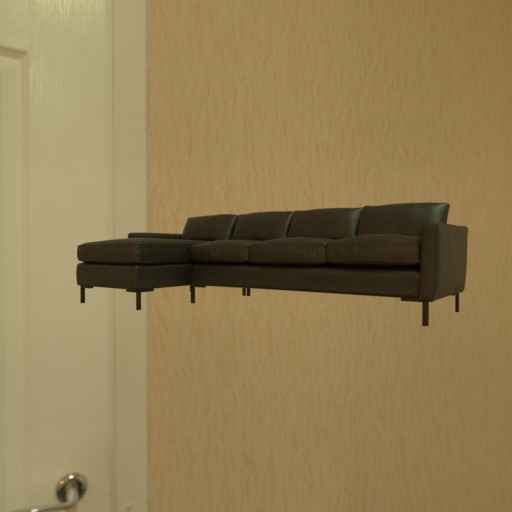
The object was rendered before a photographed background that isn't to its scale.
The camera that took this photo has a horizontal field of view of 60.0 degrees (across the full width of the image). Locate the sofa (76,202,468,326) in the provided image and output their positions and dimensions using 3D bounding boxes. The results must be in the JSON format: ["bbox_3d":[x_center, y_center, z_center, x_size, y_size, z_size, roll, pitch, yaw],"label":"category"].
[{"bbox_3d":[0.000,0.000,3.696,2.993,0.859,1.471,1,1,36],"label":"sofa"}]
